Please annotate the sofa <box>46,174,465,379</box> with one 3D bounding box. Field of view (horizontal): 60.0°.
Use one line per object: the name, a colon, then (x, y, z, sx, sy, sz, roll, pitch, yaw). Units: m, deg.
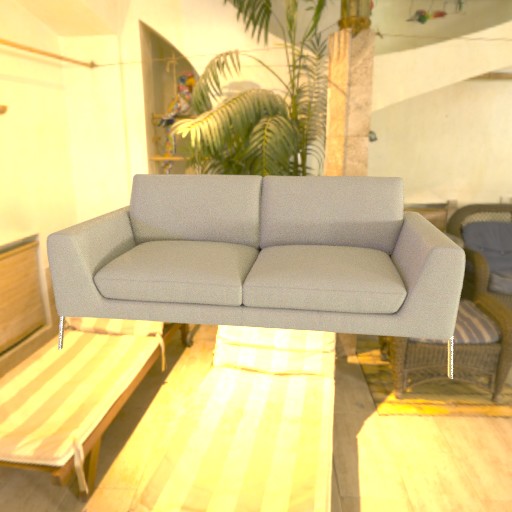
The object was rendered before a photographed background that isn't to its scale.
sofa: (0.000, 0.000, 2.557, 2.017, 0.875, 0.953, 2, 16, 8)
